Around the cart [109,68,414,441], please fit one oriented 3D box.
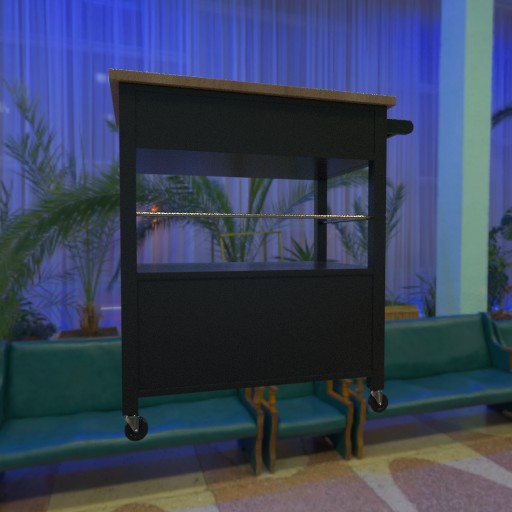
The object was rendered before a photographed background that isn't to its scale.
[{"bbox_3d":[0.000,0.000,1.383,0.840,0.901,0.459,-1,2,-15],"label":"cart"}]
